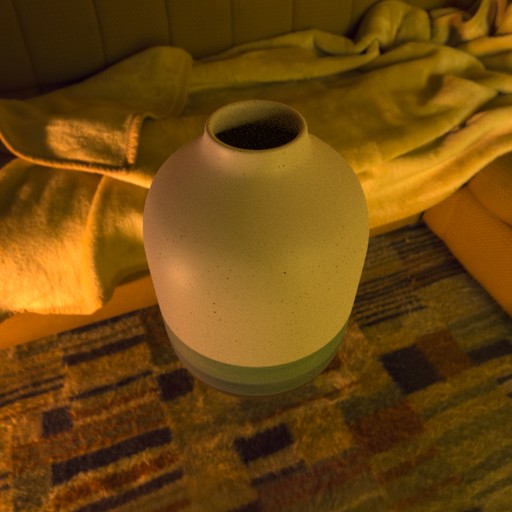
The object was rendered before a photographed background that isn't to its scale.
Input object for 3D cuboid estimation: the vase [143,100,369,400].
[{"bbox_3d":[0.000,0.000,0.363,0.169,0.240,0.169,0,47,0],"label":"vase"}]
